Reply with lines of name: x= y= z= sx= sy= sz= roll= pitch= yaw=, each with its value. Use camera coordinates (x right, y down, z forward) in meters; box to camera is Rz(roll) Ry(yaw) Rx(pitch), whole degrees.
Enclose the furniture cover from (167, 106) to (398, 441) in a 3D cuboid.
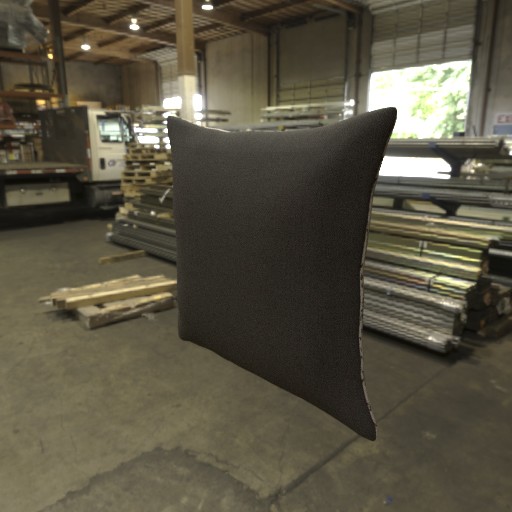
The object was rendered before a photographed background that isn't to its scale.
furniture cover: x=0.000 y=0.000 z=0.795 sx=0.180 sy=0.498 sz=0.525 roll=-14 pitch=20 yaw=-42
